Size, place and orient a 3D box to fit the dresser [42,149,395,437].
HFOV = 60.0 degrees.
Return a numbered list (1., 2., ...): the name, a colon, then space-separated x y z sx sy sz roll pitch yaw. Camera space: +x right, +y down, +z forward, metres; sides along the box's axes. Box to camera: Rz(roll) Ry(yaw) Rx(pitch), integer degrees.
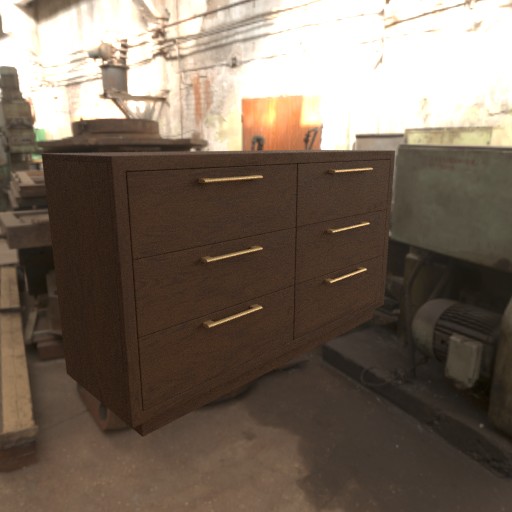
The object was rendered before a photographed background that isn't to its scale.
1. dresser: 0.000 0.000 1.940 0.512 0.889 1.523 14 20 43
